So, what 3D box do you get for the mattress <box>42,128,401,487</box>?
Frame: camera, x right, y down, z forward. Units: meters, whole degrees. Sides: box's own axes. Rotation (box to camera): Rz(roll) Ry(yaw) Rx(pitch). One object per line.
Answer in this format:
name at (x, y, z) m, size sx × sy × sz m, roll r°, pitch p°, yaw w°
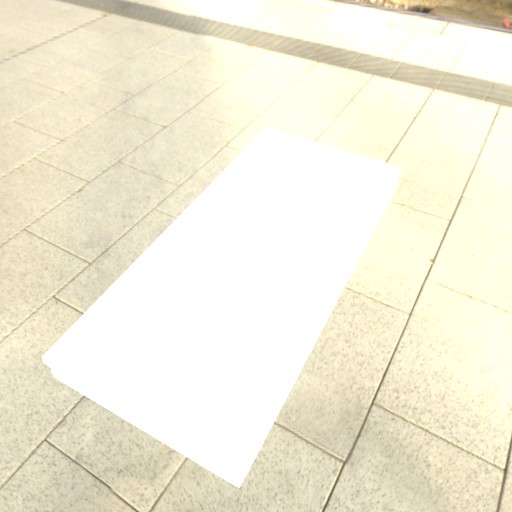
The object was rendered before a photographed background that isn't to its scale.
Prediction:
mattress at (0.000, 0.000, 2.222) m, size 0.900 × 0.200 × 1.900 m, roll 22°, pitch 51°, yaw 19°
